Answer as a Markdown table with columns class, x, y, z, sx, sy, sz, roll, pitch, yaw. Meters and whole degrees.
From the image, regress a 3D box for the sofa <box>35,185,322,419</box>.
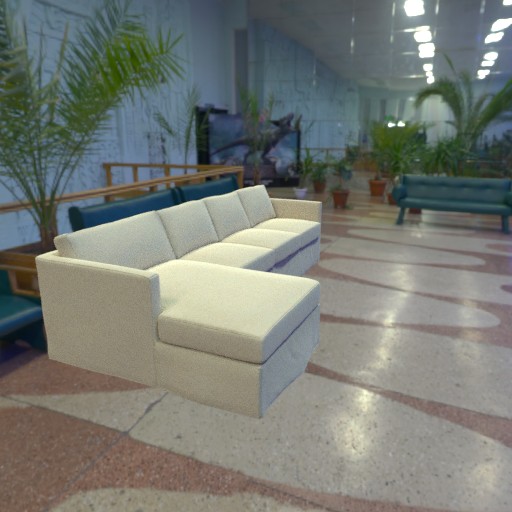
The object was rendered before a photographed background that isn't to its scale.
| class | x | y | z | sx | sy | sz | roll | pitch | yaw |
| --- | --- | --- | --- | --- | --- | --- | --- | --- | --- |
| sofa | 0.000 | 0.000 | 3.926 | 1.650 | 0.922 | 3.205 | 7 | 17 | 25 |
